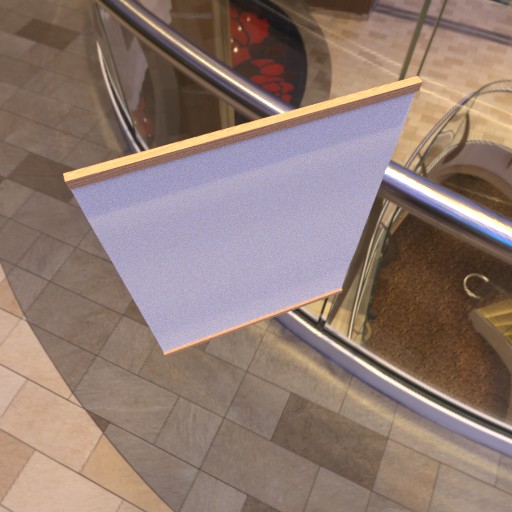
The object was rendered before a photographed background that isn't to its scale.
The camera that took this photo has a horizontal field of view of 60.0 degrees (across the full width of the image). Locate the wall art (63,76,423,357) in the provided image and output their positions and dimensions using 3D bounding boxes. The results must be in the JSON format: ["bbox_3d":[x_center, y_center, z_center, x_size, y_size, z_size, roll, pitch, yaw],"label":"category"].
[{"bbox_3d":[0.000,0.000,1.301,0.739,1.016,0.020,-19,61,-10],"label":"wall art"}]
